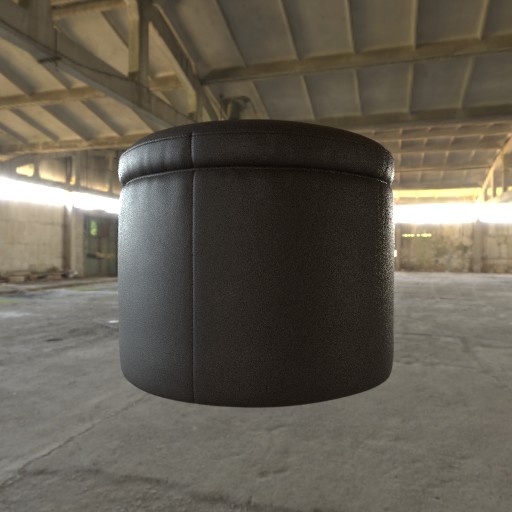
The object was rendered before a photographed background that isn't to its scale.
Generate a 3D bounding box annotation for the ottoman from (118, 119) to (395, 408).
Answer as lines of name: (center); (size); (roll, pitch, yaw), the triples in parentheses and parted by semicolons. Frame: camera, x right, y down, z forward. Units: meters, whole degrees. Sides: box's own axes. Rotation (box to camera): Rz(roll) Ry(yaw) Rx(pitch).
ottoman: (0.000, 0.000, 0.838); (0.500, 0.409, 0.500); (0, 0, 0)
